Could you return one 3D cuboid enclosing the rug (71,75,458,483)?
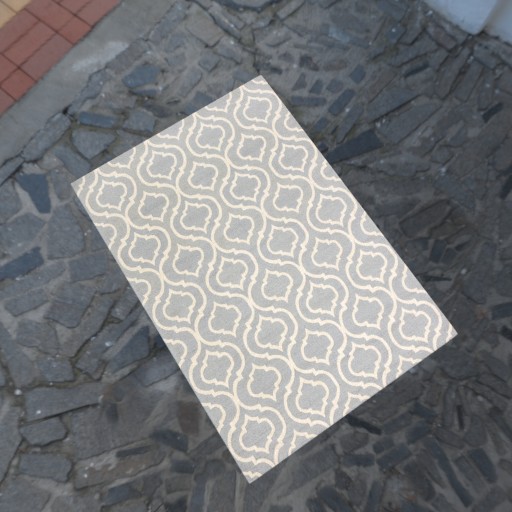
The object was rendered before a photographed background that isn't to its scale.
[{"bbox_3d":[0.000,0.000,2.696,1.451,0.010,2.080,-33,78,-8],"label":"rug"}]
